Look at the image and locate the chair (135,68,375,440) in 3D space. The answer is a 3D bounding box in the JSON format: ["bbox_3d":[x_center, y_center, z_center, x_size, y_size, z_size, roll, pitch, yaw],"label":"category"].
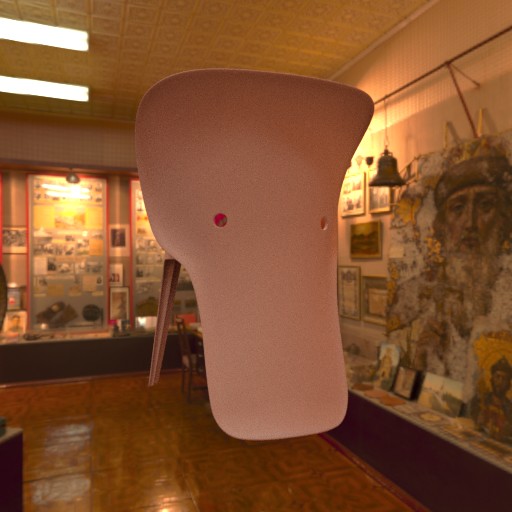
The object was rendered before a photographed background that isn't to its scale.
[{"bbox_3d":[0.000,0.000,0.854,0.451,0.554,0.402,0,0,-19],"label":"chair"}]
